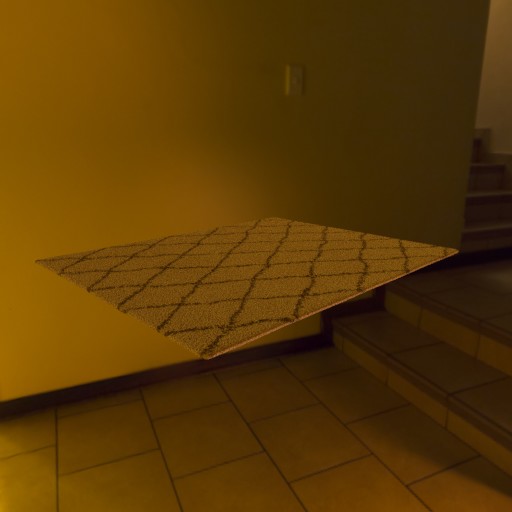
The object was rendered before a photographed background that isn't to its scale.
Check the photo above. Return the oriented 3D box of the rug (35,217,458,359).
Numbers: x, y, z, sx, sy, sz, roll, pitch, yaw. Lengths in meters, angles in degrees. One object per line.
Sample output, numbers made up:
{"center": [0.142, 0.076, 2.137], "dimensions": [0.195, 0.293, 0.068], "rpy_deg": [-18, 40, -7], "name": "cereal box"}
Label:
{"center": [0.000, 0.000, 4.053], "dimensions": [3.047, 0.029, 2.438], "rpy_deg": [-14, 21, -42], "name": "rug"}
